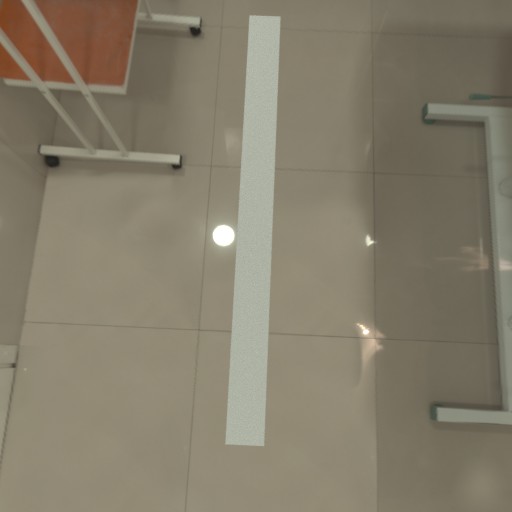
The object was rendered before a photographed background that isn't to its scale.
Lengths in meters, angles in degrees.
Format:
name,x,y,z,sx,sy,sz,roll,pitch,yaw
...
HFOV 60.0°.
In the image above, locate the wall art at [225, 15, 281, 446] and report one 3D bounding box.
name,x,y,z,sx,sy,sz,roll,pitch,yaw
wall art,0.000,0.000,0.525,0.027,0.355,0.355,3,77,1
